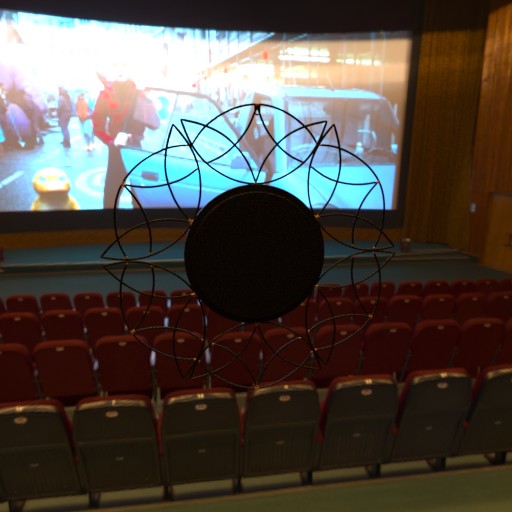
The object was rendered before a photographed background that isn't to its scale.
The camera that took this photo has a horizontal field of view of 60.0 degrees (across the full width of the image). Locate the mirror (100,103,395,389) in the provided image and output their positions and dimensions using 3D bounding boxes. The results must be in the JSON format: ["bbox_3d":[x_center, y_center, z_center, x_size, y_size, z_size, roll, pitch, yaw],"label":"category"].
[{"bbox_3d":[0.000,0.000,1.184,0.797,0.775,0.028,-2,13,-9],"label":"mirror"}]
